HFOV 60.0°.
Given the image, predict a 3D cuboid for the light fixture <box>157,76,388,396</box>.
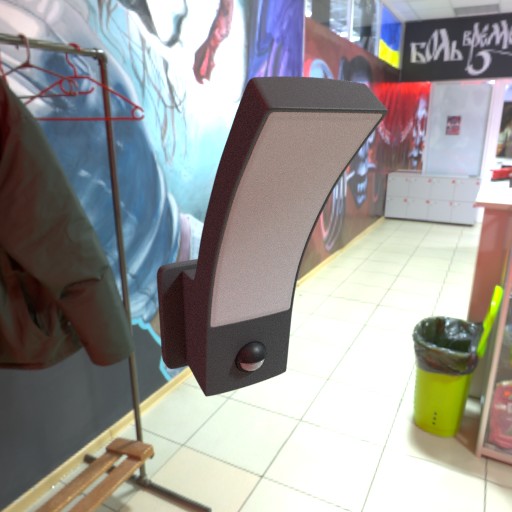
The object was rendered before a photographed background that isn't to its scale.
[{"bbox_3d":[0.000,0.000,0.338,0.108,0.243,0.174,-9,19,-28],"label":"light fixture"}]
